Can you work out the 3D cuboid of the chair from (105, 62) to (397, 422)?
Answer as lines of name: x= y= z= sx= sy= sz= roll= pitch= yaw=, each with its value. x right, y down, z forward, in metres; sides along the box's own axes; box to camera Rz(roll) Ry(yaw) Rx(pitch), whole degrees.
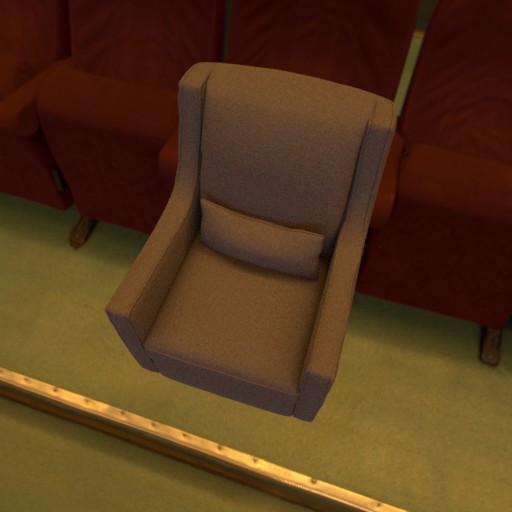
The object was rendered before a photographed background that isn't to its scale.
chair: x=0.000 y=0.000 z=1.619 sx=0.732 sy=0.993 sz=0.879 roll=15 pitch=60 yaw=9
